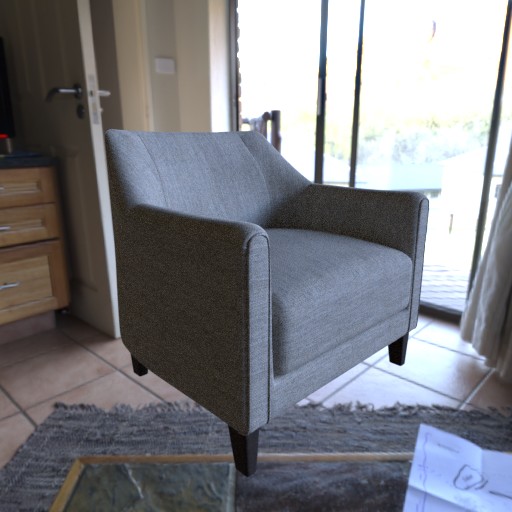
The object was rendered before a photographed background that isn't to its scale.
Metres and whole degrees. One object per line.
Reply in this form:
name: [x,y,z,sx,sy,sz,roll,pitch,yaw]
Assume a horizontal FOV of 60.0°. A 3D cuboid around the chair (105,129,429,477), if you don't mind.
chair: [0.000,0.000,1.385,0.796,0.761,0.758,-15,21,-43]
